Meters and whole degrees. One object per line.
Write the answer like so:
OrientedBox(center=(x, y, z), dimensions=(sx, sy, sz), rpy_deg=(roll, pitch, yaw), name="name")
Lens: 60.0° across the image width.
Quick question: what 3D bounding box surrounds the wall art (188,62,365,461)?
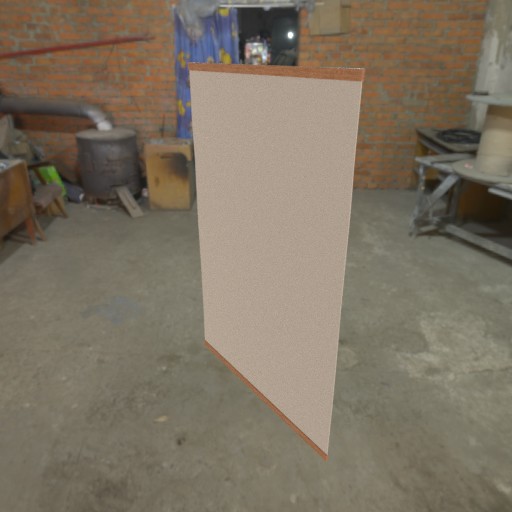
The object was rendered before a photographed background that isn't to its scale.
OrientedBox(center=(0.000, 0.000, 1.924), dimensions=(0.019, 1.527, 1.019), rpy_deg=(-17, 30, -32), name="wall art")
